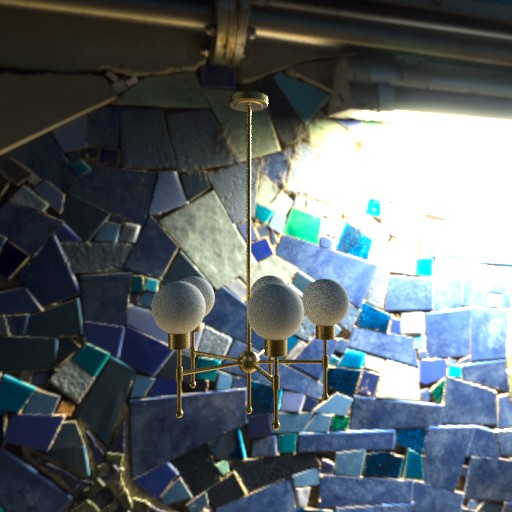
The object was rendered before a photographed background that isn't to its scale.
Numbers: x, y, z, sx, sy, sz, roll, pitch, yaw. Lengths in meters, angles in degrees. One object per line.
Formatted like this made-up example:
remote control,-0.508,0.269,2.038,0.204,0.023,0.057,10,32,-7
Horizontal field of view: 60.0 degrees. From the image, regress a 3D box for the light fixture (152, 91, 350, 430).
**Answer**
light fixture,0.000,0.000,1.868,0.785,1.331,0.815,0,0,0
